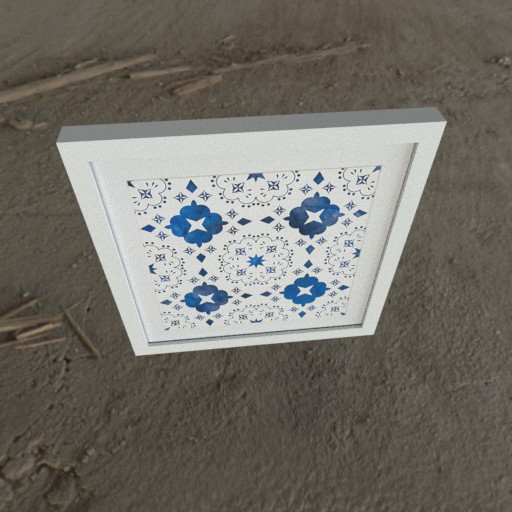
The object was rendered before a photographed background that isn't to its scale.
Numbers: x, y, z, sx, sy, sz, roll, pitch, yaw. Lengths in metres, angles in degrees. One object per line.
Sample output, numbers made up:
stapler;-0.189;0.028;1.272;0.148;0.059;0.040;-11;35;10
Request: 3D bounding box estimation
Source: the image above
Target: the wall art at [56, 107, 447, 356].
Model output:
wall art;0.000;0.000;0.538;0.355;0.355;0.027;-4;47;-4
